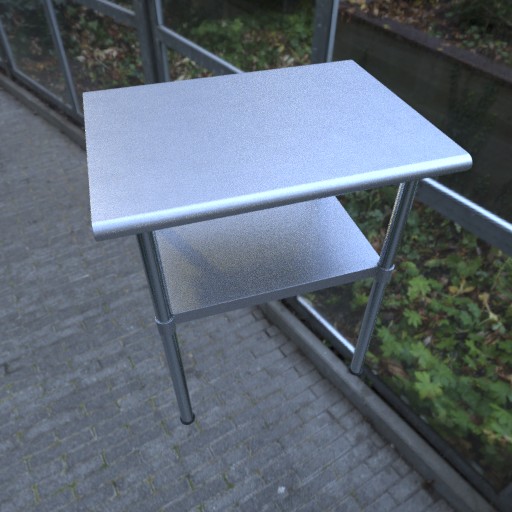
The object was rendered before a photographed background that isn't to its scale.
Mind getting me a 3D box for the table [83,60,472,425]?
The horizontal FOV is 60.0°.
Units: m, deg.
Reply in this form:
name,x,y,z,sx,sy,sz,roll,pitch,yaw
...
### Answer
name,x,y,z,sx,sy,sz,roll,pitch,yaw
table,0.000,0.000,1.334,0.762,0.876,0.584,-12,45,-12
